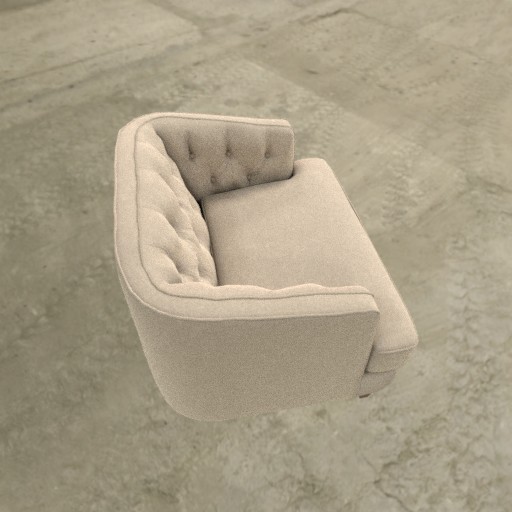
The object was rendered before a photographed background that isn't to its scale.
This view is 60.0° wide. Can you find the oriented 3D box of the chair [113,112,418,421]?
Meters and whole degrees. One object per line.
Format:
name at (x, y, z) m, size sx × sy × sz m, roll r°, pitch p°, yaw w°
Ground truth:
chair at (0.000, 0.000, 1.783) m, size 0.941 × 0.852 × 1.104 m, roll -9°, pitch 48°, yaw -8°
